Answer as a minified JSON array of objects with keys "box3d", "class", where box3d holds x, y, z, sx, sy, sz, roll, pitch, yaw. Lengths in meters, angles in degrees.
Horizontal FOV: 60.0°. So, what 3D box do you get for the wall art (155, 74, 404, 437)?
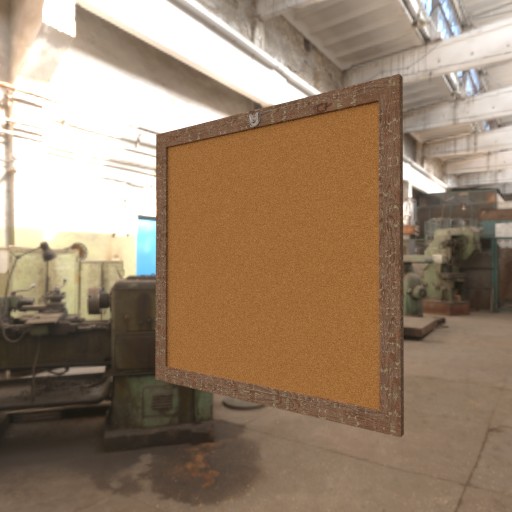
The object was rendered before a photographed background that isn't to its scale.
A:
[{"box3d":[0.000,0.000,0.585,0.384,0.384,0.012,0,-1,36],"class":"wall art"}]
